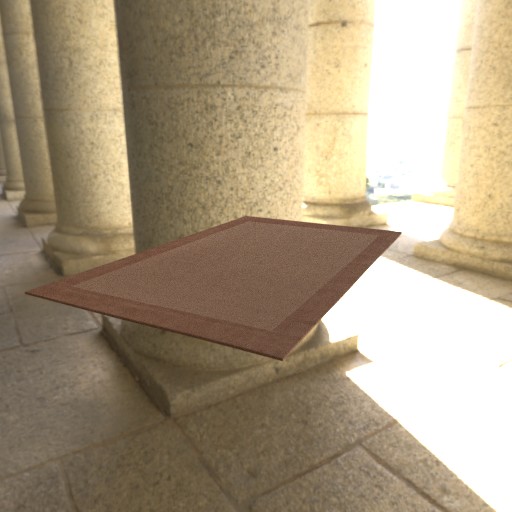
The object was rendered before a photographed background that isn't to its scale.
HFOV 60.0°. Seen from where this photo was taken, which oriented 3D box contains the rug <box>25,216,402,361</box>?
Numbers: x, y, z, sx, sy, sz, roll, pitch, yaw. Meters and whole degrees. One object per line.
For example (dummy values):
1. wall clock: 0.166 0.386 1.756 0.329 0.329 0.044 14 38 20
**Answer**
1. rug: 0.000 0.000 3.064 1.524 0.014 2.438 8 18 27
